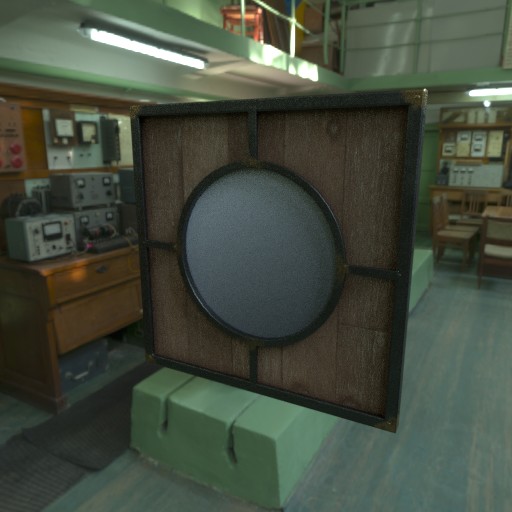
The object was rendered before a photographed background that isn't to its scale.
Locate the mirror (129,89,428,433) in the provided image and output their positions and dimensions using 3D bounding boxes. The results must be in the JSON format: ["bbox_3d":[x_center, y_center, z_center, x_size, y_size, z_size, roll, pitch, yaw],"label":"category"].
[{"bbox_3d":[0.000,0.000,0.569,0.382,0.381,0.020,7,16,27],"label":"mirror"}]
